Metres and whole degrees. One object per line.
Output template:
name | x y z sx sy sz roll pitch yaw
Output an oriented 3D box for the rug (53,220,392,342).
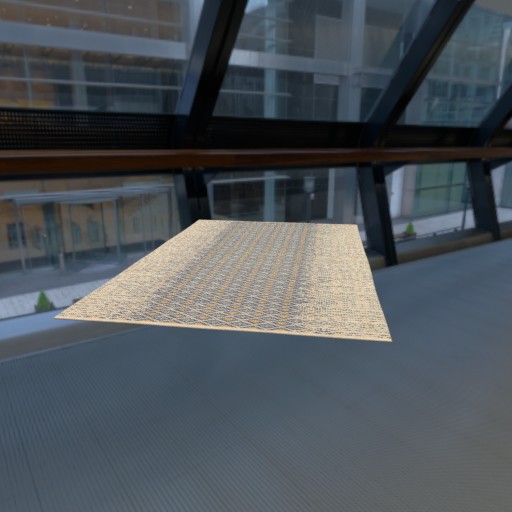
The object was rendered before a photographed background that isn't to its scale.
rug | 0.000 0.000 3.127 1.541 0.008 2.448 2 16 9
